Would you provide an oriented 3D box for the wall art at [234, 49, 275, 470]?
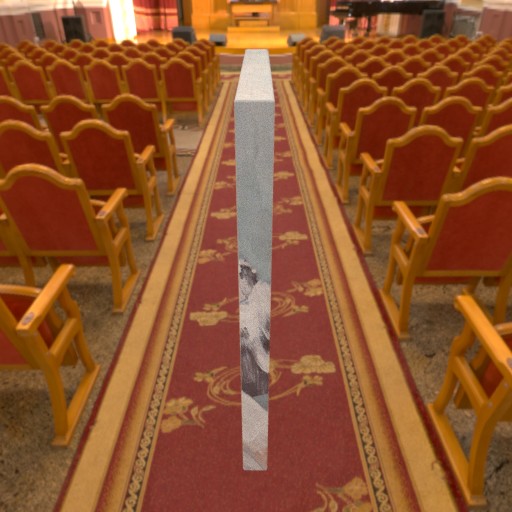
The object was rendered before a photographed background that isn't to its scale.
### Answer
[{"bbox_3d":[0.000,0.000,1.151,0.061,0.911,0.609,0,31,0],"label":"wall art"}]
